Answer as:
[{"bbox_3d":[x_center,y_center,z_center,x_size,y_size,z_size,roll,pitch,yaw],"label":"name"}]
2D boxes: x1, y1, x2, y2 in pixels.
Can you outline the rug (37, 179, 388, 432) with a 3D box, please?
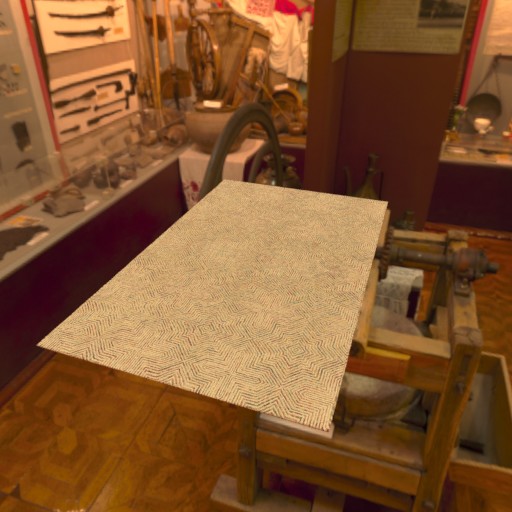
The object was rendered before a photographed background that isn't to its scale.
[{"bbox_3d":[0.000,0.000,3.023,1.519,0.007,2.428,11,33,17],"label":"rug"}]
